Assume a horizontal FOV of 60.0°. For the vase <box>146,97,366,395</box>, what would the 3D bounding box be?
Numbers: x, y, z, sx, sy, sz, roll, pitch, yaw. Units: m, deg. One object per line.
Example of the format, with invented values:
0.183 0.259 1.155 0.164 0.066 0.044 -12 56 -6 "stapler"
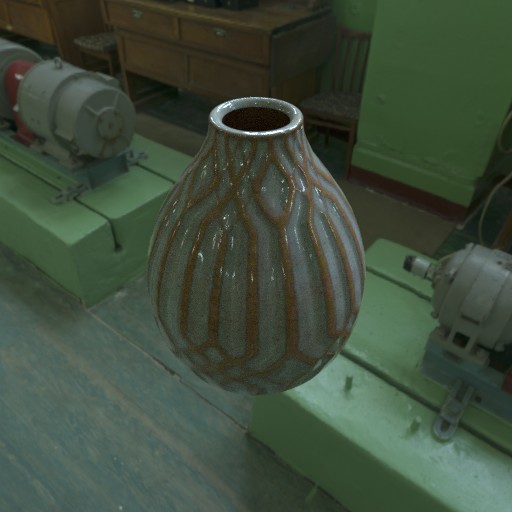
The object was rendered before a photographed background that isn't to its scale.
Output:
0.000 0.000 0.264 0.131 0.175 0.131 0 41 0 "vase"
